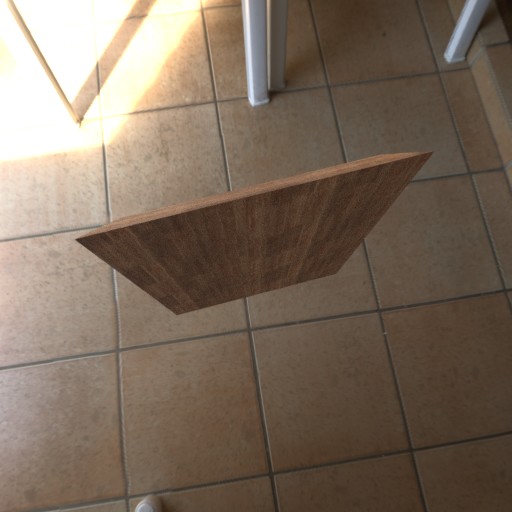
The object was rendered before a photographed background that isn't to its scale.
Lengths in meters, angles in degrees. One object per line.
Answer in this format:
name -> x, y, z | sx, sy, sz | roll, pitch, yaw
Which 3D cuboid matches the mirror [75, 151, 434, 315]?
mirror -> 0.000, 0.000, 1.268 | 0.651, 1.010, 0.047 | -14, 76, -4
